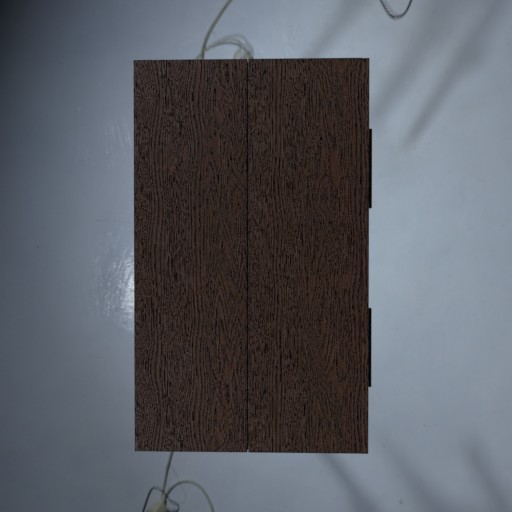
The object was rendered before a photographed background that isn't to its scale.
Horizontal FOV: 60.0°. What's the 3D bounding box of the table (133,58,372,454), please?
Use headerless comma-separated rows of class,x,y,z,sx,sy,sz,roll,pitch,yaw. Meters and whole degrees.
table,0.000,0.000,1.493,0.719,0.361,1.167,0,91,1
